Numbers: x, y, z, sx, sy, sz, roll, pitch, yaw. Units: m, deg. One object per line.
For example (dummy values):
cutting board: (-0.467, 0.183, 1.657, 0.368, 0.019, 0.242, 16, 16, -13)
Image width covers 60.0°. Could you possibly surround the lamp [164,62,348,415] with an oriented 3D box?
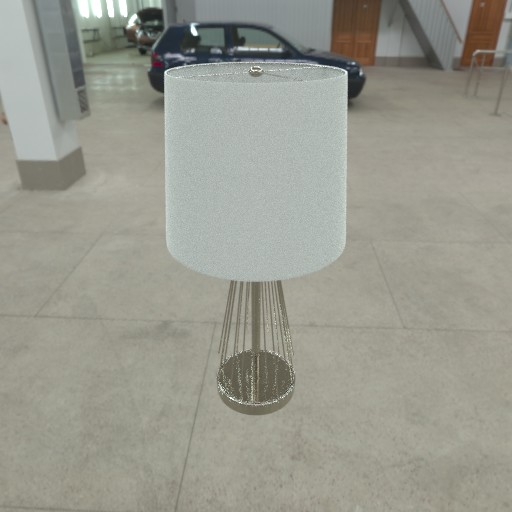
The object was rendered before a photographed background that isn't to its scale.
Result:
lamp: (0.000, 0.000, 0.781, 0.303, 0.618, 0.303, 0, 29, 0)
